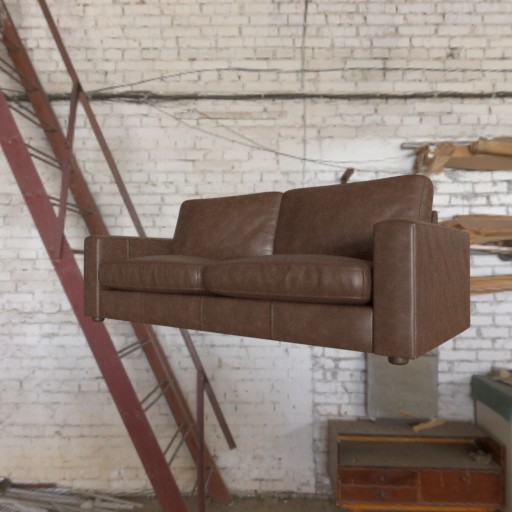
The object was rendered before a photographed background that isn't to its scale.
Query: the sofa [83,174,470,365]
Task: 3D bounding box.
[{"bbox_3d":[0.000,0.000,2.669,2.179,0.873,1.016,0,-1,37],"label":"sofa"}]
